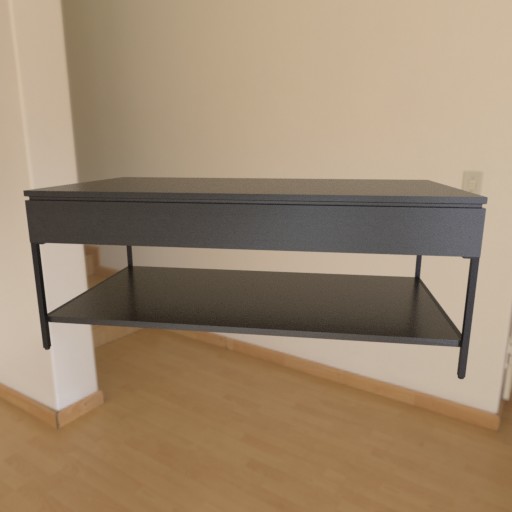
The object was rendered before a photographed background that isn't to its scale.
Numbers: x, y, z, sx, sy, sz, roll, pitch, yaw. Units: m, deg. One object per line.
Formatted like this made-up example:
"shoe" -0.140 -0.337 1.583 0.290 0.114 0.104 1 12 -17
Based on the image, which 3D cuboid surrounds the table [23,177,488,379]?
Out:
"table" 0.000 0.000 1.359 1.095 0.435 0.574 2 14 8
